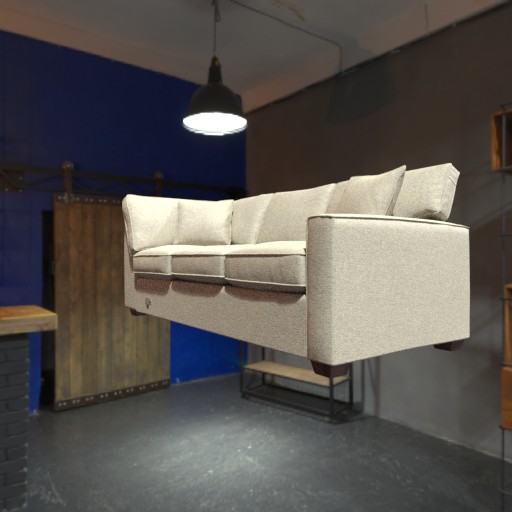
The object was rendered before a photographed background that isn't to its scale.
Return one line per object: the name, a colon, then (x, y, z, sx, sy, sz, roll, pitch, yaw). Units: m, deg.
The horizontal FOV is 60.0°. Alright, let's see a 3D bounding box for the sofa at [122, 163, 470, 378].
sofa: (0.000, 0.000, 2.891, 1.053, 0.948, 2.323, 0, 0, -36)
